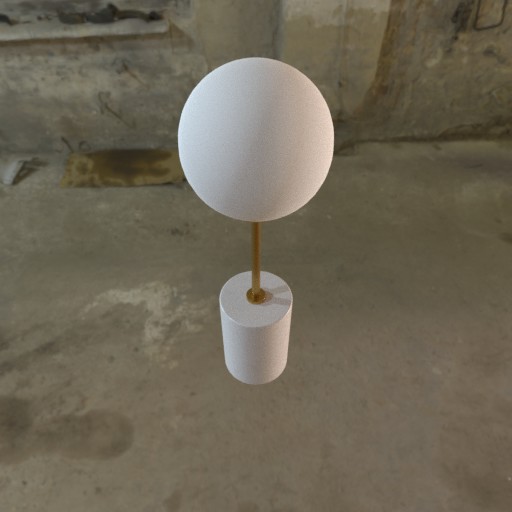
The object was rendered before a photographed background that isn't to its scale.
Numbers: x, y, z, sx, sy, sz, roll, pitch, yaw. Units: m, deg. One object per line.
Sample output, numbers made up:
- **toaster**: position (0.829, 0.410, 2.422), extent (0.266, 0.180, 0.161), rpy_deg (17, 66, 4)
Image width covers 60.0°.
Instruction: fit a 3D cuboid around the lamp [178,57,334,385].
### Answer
- **lamp**: position (0.000, 0.000, 0.558), extent (0.153, 0.480, 0.153), rpy_deg (0, 46, 0)
